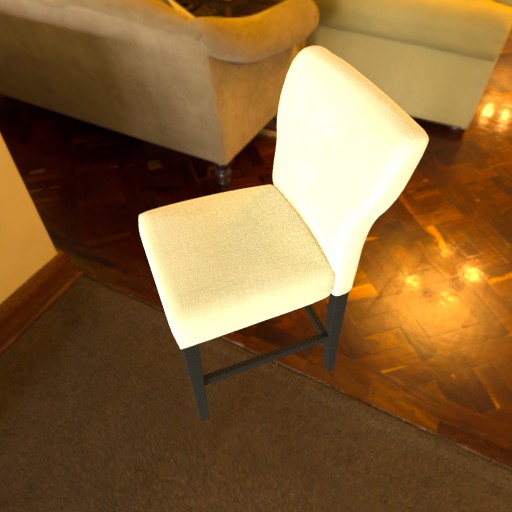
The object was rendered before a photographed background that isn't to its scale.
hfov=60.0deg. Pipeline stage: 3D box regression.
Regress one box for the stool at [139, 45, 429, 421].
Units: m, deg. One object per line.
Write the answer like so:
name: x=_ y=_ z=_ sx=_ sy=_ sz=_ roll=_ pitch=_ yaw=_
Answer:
stool: x=0.000 y=0.000 z=1.318 sx=0.603 sy=0.972 sz=0.514 roll=-16 pitch=49 yaw=-15
